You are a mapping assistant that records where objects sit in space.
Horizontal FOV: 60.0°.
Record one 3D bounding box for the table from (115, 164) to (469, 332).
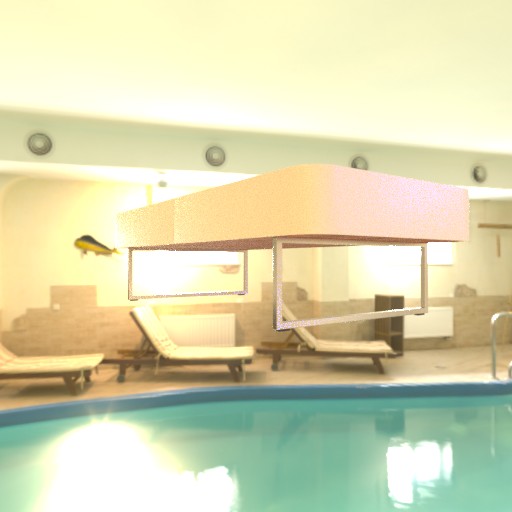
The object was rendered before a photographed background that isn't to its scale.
[{"bbox_3d":[0.000,0.000,1.489,0.600,0.340,1.200,1,-1,-35],"label":"table"}]
